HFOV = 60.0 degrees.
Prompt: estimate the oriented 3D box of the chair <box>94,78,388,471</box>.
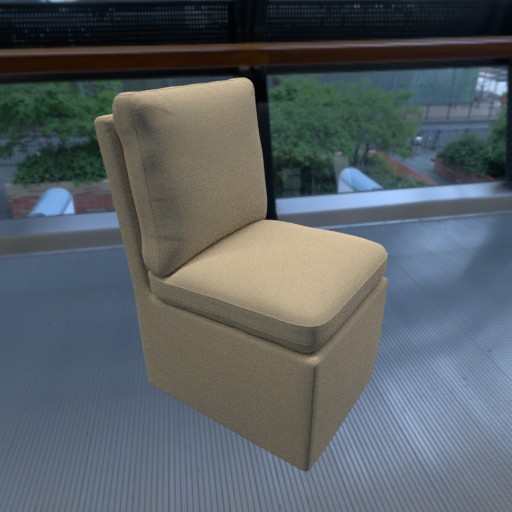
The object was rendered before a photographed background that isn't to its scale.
[{"bbox_3d":[0.000,0.000,1.305,0.698,0.927,0.503,17,32,30],"label":"chair"}]
